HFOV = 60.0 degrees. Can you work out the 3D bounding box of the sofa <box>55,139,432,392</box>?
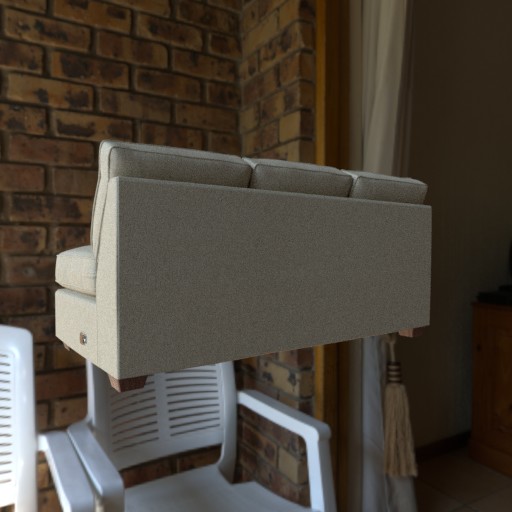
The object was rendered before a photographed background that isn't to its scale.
[{"bbox_3d":[0.000,0.000,2.527,1.962,0.973,1.027,-1,1,-36],"label":"sofa"}]
